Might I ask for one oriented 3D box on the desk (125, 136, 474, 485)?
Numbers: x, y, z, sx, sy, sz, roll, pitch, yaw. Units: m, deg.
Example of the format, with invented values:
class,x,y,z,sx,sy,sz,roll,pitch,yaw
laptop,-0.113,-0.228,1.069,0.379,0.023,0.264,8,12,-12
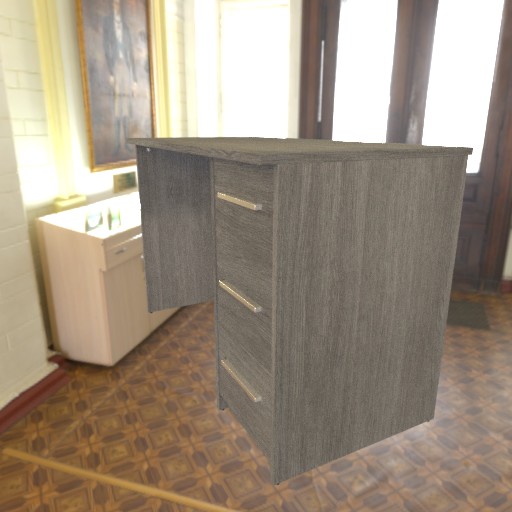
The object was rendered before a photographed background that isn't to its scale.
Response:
class,x,y,z,sx,sy,sz,roll,pitch,yaw
desk,0.000,0.000,1.468,0.560,0.735,1.097,-8,18,-27
